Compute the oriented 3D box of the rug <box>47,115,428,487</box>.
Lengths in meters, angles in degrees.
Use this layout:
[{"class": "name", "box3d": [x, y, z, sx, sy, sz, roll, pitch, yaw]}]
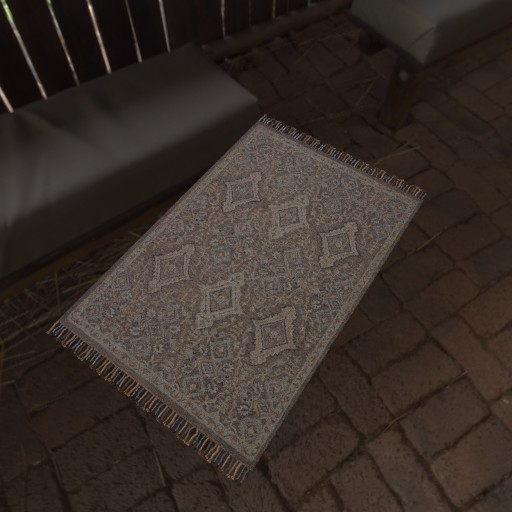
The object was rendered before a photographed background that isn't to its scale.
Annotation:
[{"class": "rug", "box3d": [0.000, 0.000, 3.076, 1.516, 0.010, 2.434, 31, 63, 17]}]
